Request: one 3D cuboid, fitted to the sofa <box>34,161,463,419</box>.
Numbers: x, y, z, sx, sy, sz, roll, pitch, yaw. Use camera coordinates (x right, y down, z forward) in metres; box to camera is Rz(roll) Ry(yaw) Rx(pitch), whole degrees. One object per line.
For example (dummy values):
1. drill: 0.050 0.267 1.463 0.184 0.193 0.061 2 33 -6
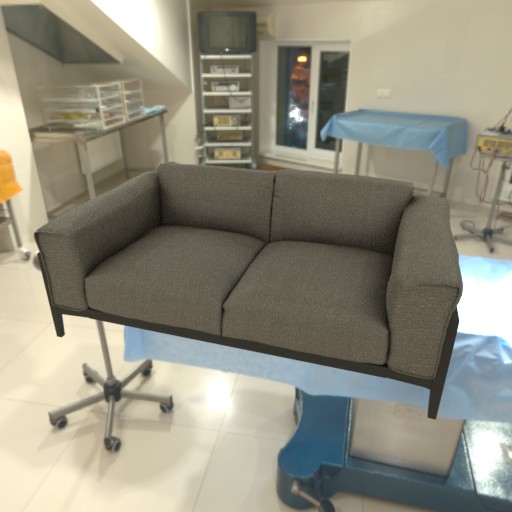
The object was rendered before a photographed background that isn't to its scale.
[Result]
1. sofa: 0.000 0.000 2.102 1.690 0.656 0.960 8 27 16
